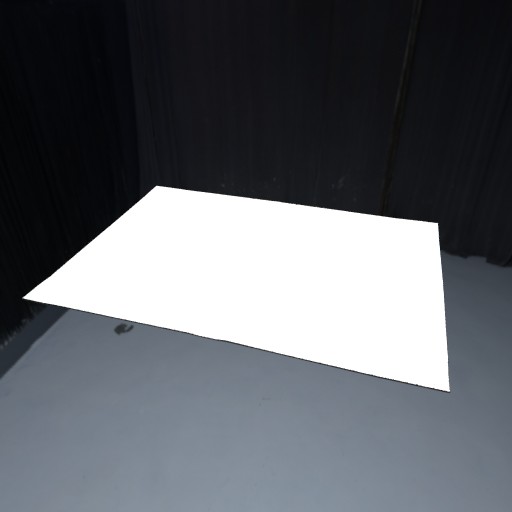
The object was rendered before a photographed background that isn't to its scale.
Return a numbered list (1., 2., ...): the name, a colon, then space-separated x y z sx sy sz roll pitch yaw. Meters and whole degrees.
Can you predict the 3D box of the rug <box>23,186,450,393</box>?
1. rug: 0.000 0.000 3.598 2.869 0.038 2.032 10 34 14
